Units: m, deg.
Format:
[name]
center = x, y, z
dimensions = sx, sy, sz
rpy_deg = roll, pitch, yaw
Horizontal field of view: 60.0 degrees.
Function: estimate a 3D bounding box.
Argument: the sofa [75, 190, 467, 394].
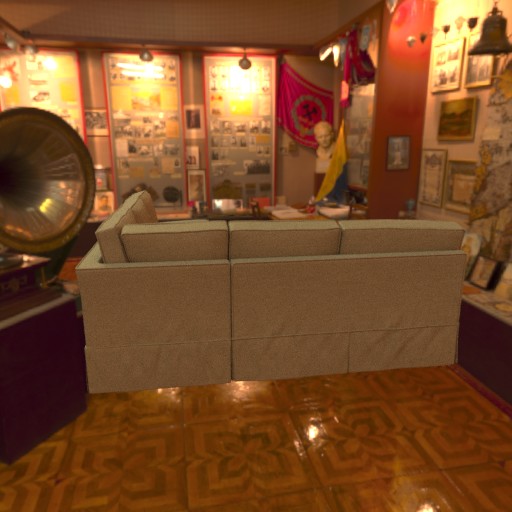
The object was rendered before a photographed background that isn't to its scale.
[sofa]
center = 0.000, 0.000, 4.153
dimensions = 2.618, 1.081, 2.623
rpy_deg = -2, 15, -9
